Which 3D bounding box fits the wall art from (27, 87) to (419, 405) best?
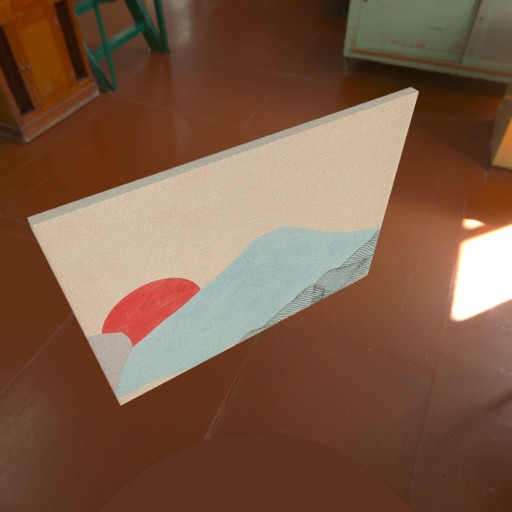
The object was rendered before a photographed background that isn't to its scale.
[{"bbox_3d":[0.000,0.000,1.560,1.219,0.912,0.042,-24,51,-21],"label":"wall art"}]
